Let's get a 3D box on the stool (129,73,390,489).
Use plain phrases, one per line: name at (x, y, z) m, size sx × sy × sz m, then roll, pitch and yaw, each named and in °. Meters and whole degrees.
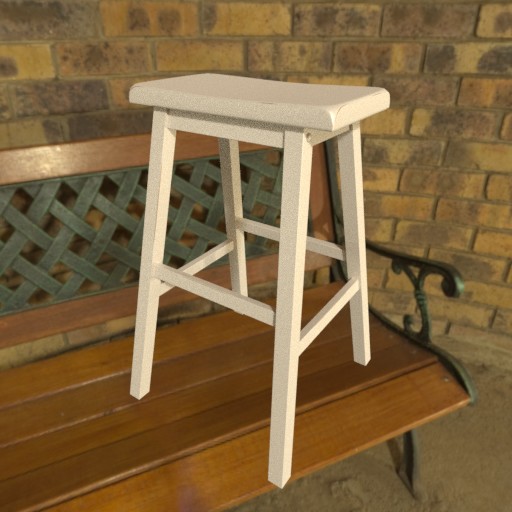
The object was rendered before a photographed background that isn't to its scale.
stool at (0.000, 0.000, 1.020) m, size 0.457 × 0.737 × 0.476 m, roll 18°, pitch 33°, yaw 30°
